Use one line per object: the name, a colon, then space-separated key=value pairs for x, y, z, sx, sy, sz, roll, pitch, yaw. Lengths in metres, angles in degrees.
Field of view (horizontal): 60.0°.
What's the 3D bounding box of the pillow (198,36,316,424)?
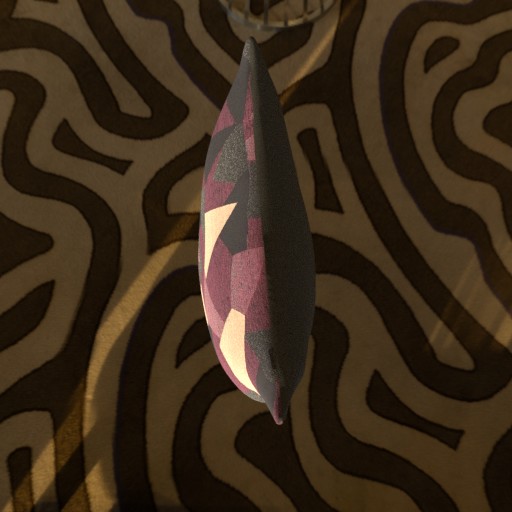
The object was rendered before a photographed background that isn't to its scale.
pillow: x=0.000 y=0.000 z=0.765 sx=0.208 sy=0.496 sz=0.503 roll=-4 pitch=75 yaw=-1
